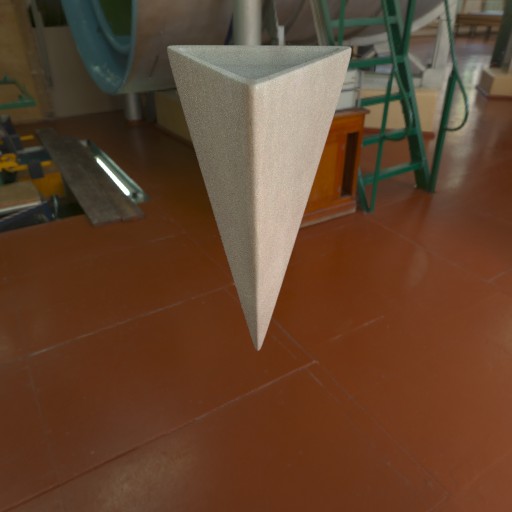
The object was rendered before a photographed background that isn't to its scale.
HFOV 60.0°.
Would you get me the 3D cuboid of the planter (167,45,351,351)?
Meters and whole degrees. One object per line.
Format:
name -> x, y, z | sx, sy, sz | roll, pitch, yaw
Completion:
planter -> 0.000, 0.000, 0.270 | 0.101, 0.224, 0.081 | 1, 31, 2
